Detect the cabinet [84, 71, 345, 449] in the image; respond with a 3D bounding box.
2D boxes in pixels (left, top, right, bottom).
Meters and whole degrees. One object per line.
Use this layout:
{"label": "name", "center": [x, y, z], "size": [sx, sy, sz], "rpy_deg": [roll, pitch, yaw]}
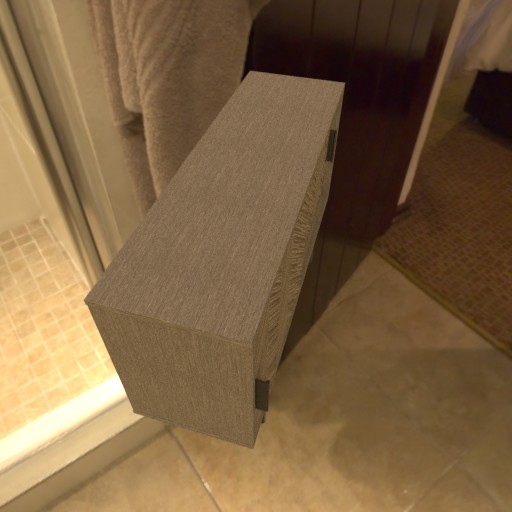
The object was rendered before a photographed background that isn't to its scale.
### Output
{"label": "cabinet", "center": [0.000, 0.000, 1.578], "size": [0.405, 0.787, 1.194], "rpy_deg": [12, 47, 12]}
